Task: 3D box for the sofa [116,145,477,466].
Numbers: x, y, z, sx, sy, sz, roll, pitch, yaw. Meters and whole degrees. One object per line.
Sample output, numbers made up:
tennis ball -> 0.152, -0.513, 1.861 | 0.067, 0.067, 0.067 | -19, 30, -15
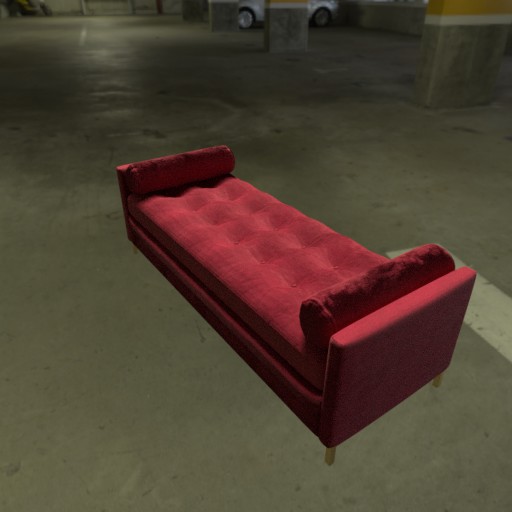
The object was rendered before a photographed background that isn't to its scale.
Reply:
sofa -> 0.000, 0.000, 2.495 | 0.796, 0.705, 2.102 | -20, 36, -30
